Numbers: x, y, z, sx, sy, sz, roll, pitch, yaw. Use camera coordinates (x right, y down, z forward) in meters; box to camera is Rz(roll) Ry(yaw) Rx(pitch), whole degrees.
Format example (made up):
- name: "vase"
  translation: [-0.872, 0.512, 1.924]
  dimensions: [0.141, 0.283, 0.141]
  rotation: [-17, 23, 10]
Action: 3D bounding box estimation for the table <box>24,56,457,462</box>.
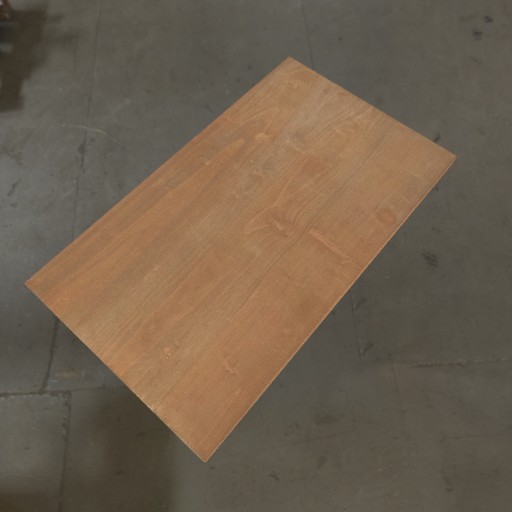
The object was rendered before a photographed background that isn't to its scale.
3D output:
- name: "table"
  translation: [0.000, 0.000, 2.169]
  dimensions: [0.946, 0.780, 1.609]
  rotation: [38, 70, 16]
